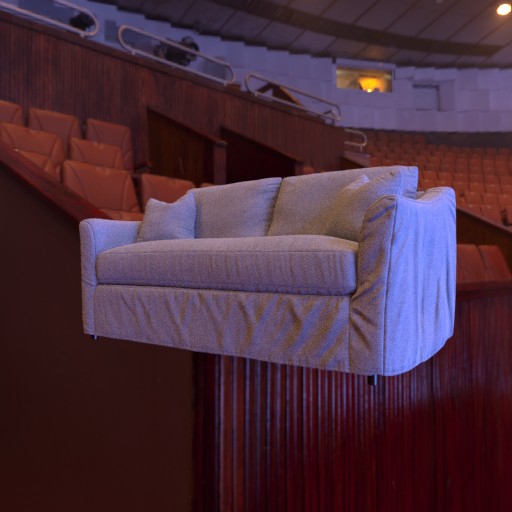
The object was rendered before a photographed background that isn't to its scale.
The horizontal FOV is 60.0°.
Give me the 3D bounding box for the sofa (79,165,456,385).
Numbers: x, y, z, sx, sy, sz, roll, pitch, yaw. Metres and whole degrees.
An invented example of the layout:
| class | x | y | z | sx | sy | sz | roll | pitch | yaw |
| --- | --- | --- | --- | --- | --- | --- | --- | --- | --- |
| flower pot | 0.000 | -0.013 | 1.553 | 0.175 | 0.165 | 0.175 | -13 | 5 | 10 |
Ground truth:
| class | x | y | z | sx | sy | sz | roll | pitch | yaw |
| --- | --- | --- | --- | --- | --- | --- | --- | --- | --- |
| sofa | 0.000 | 0.000 | 2.604 | 2.010 | 1.018 | 1.072 | -1 | -1 | 35 |
